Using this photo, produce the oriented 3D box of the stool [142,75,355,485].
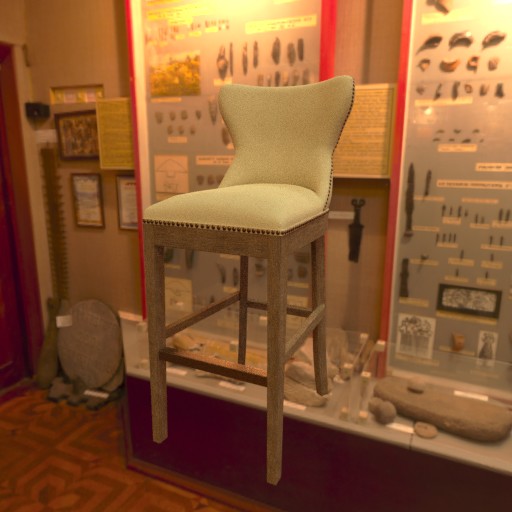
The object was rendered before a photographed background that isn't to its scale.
[{"bbox_3d":[0.000,0.000,1.437,0.494,1.123,0.606,7,15,26],"label":"stool"}]
